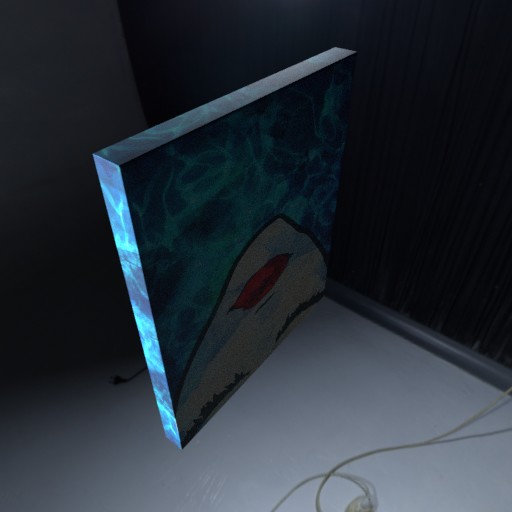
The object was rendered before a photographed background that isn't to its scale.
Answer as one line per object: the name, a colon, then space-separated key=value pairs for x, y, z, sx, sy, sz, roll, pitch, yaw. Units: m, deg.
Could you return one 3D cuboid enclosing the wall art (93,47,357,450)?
wall art: x=0.000 y=0.000 z=0.685 sx=0.038 sy=0.508 sz=0.432 roll=27 pitch=47 yaw=28
